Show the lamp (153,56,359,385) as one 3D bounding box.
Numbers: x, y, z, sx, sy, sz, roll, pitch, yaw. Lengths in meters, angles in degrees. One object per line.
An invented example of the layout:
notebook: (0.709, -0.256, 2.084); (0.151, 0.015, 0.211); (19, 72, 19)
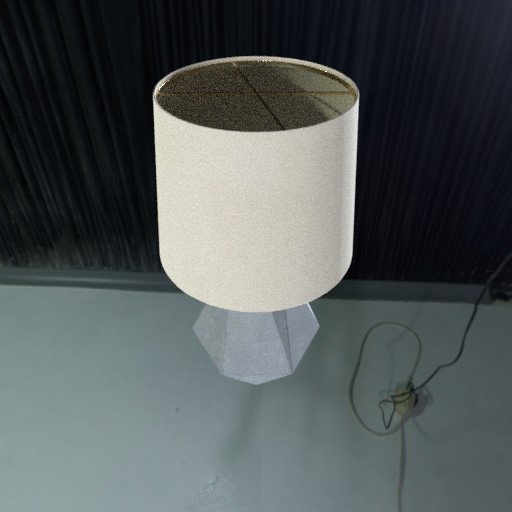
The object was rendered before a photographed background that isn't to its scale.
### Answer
lamp: (0.000, 0.000, 0.663); (0.276, 0.501, 0.276); (0, 41, 0)
